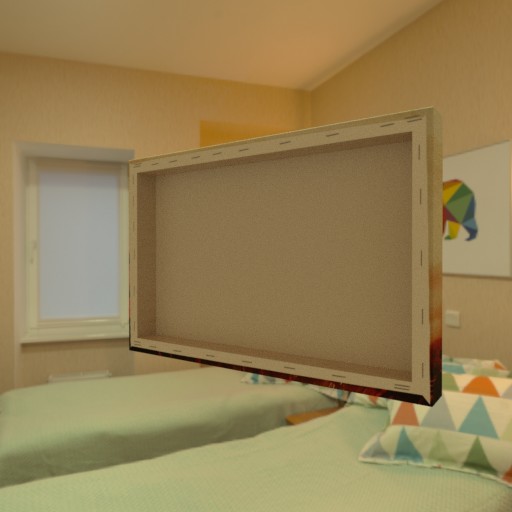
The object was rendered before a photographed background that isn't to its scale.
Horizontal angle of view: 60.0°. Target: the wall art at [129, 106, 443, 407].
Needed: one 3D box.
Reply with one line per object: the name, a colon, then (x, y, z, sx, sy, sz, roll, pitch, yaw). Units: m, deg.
wall art: (0.000, 0.000, 0.492, 0.383, 0.251, 0.037, 0, 0, 34)
